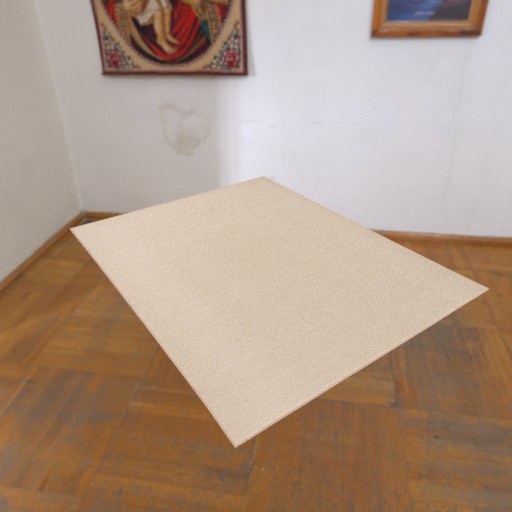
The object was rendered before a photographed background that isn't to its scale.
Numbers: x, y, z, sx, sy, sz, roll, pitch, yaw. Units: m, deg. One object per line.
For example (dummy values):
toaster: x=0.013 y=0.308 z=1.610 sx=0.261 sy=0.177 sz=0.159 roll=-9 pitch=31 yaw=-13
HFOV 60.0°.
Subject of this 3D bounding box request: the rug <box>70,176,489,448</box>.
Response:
rug: x=0.000 y=0.000 z=4.020 sx=2.462 sy=0.018 sz=3.039 roll=-21 pitch=37 yaw=-30
